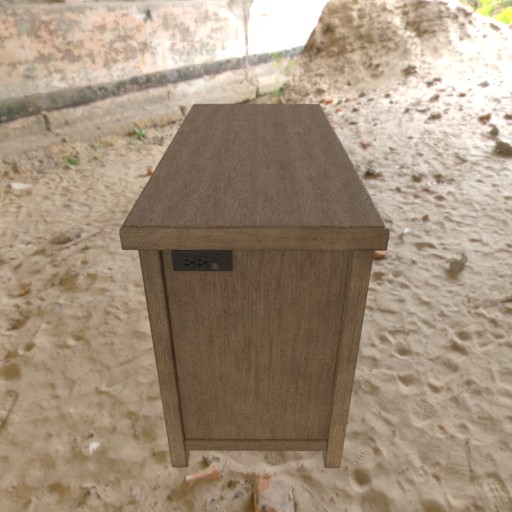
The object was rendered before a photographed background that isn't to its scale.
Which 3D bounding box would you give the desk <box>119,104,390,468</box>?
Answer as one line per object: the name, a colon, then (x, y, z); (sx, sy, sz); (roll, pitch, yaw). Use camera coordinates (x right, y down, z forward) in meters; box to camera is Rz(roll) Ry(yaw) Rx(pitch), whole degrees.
desk: (0.000, 0.000, 1.775); (0.610, 0.912, 1.289); (0, 31, 0)
